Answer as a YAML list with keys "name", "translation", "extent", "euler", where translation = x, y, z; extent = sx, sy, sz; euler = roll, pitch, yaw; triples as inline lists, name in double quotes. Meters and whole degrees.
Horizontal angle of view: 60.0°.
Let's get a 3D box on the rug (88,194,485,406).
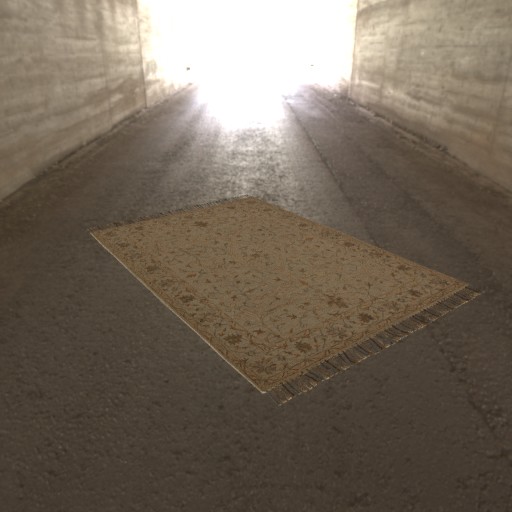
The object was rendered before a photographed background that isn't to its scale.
- name: "rug"
  translation: [0.000, 0.000, 2.356]
  extent: [1.218, 0.017, 1.861]
  euler: [-17, 30, -33]
